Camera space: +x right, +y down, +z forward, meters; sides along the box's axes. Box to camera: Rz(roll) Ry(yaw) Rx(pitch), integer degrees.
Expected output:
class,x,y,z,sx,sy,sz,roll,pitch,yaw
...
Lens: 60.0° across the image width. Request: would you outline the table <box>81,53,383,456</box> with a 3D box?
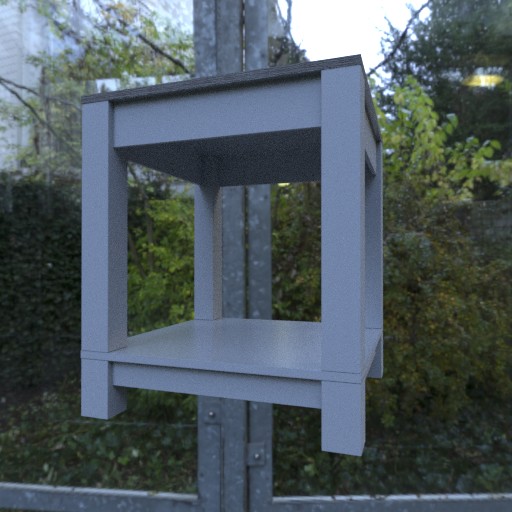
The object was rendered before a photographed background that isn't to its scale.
class,x,y,z,sx,sy,sz,roll,pitch,yaw
table,0.000,0.000,0.968,0.504,0.587,0.506,0,0,19
